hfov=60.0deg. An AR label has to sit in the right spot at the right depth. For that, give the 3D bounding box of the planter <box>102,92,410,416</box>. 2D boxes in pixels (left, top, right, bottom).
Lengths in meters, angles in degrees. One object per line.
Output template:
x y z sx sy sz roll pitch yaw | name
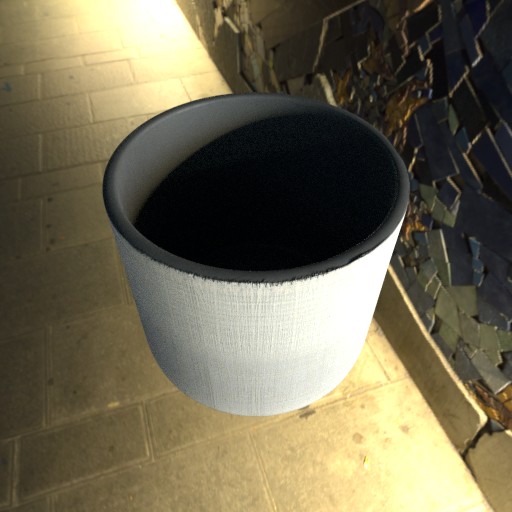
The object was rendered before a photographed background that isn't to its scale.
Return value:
0.000 0.000 0.400 0.226 0.201 0.226 0 48 0 | planter
